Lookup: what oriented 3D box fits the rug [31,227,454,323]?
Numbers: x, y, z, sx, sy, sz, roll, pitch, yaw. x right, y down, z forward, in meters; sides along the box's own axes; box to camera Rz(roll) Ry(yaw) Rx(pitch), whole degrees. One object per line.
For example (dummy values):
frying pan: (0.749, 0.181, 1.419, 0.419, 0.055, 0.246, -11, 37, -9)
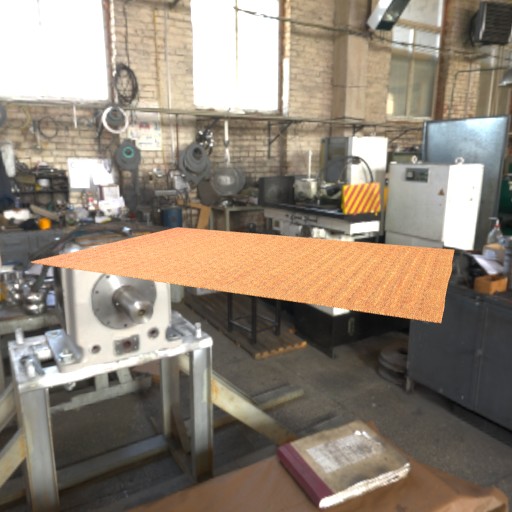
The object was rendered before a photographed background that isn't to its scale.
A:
rug: (0.000, 0.000, 2.166, 1.747, 0.006, 1.143, 6, 14, 25)
